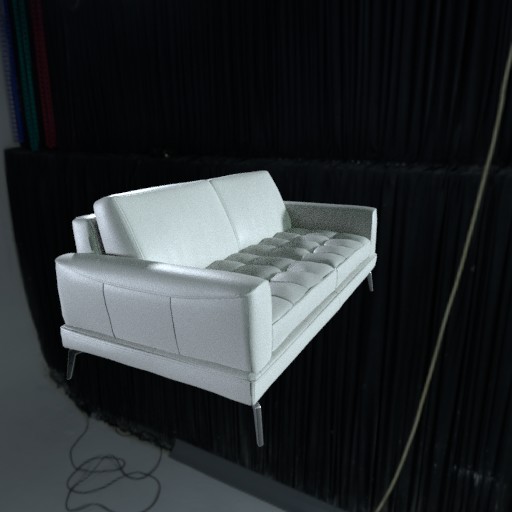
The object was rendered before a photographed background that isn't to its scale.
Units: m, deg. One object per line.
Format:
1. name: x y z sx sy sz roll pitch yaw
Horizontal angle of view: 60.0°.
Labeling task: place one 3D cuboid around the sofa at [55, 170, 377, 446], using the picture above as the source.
1. sofa: 0.000 0.000 2.789 1.121 0.930 2.177 8 17 26
